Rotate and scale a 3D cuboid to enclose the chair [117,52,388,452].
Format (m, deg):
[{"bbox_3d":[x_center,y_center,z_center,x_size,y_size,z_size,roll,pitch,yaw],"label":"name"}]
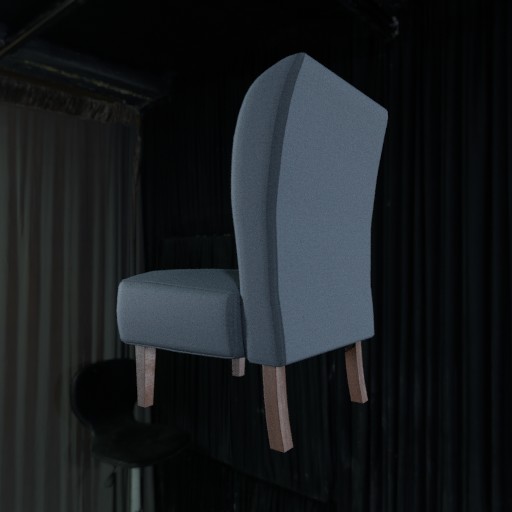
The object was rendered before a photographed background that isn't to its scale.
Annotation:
[{"bbox_3d":[0.000,0.000,1.217,0.592,0.804,0.513,-1,-1,37],"label":"chair"}]
